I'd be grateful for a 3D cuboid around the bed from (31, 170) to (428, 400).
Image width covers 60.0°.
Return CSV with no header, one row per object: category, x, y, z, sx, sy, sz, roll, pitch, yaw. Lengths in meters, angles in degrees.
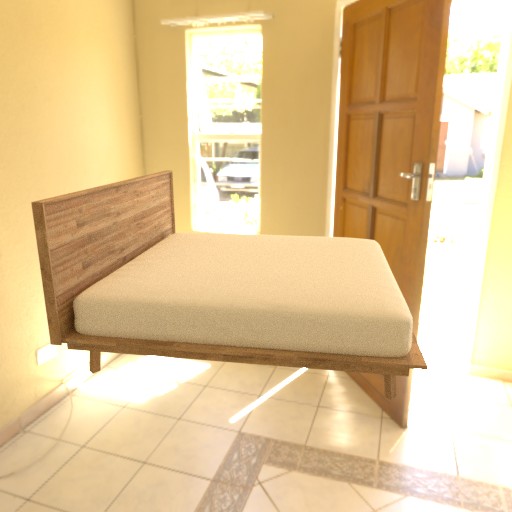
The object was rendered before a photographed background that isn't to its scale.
bed,0.000,0.000,3.412,2.167,1.100,2.116,2,16,9
